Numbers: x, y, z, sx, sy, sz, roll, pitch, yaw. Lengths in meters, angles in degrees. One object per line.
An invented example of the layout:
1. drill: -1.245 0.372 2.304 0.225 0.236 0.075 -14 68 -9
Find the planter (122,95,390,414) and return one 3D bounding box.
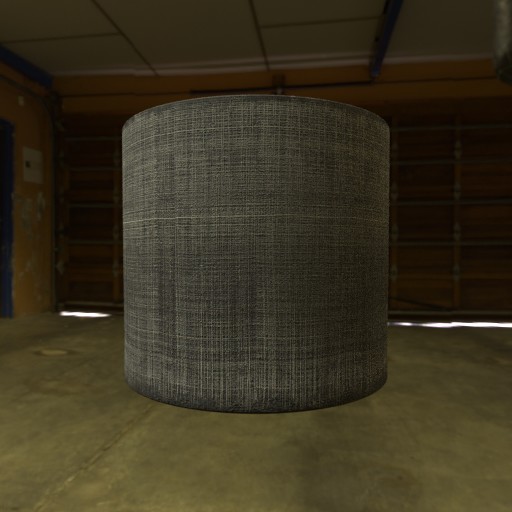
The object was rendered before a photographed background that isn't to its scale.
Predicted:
1. planter: 0.000 0.000 0.384 0.221 0.201 0.221 0 0 0
